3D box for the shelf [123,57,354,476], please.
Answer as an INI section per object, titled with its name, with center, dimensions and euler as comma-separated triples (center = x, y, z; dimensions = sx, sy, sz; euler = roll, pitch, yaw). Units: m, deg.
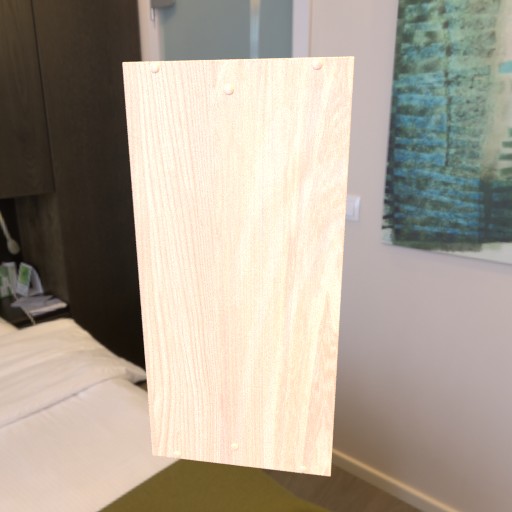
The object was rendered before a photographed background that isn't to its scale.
[shelf]
center = 0.000, 0.000, 0.791
dimensions = 0.290, 0.600, 0.350
euler = 3, 16, 9
